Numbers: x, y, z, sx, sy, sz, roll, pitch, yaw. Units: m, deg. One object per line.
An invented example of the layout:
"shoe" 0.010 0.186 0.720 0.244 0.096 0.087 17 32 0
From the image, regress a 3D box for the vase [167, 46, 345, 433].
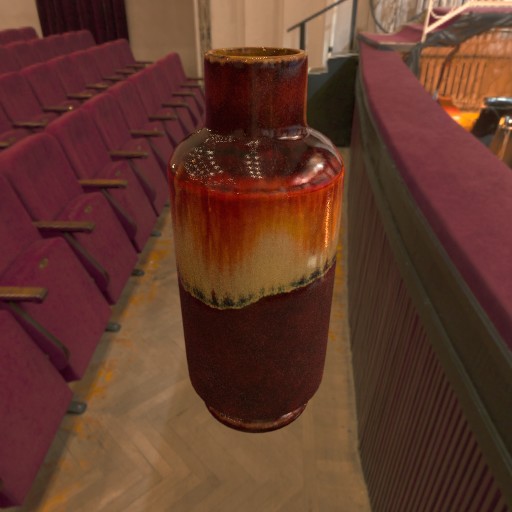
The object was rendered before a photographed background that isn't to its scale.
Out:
"vase" 0.000 0.000 0.310 0.111 0.261 0.111 0 30 0
